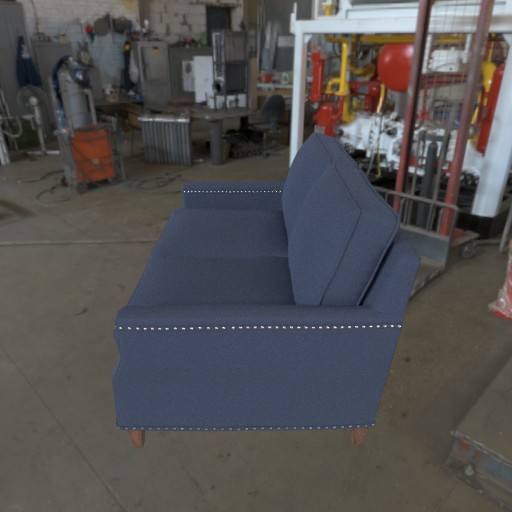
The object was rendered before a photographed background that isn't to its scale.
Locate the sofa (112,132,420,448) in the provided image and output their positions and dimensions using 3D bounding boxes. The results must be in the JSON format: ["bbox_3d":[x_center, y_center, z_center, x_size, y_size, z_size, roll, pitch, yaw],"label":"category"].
[{"bbox_3d":[0.000,0.000,2.240,1.084,1.003,1.597,0,26,0],"label":"sofa"}]
